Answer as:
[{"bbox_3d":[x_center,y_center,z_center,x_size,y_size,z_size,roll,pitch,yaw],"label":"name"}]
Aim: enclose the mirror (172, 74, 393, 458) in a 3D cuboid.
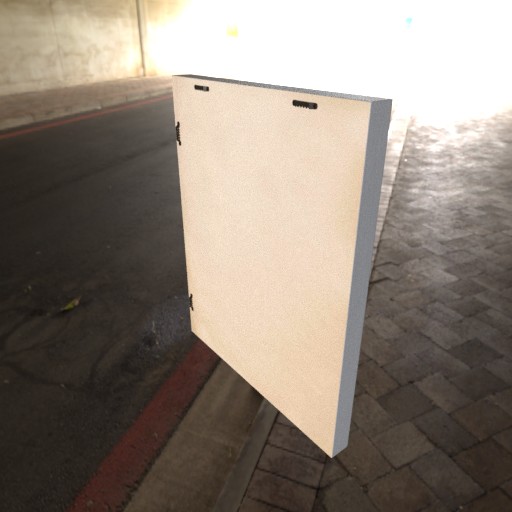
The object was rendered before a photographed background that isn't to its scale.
[{"bbox_3d":[0.000,0.000,0.700,0.041,0.508,0.405,-19,32,-34],"label":"mirror"}]
